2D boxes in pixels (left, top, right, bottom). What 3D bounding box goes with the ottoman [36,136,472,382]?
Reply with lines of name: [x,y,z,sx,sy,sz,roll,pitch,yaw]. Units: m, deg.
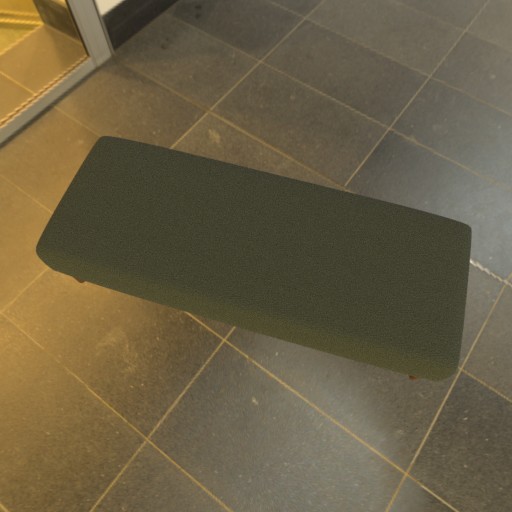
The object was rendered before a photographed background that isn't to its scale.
ottoman: [0.000,0.000,1.865,1.609,0.393,0.646,15,65,7]
